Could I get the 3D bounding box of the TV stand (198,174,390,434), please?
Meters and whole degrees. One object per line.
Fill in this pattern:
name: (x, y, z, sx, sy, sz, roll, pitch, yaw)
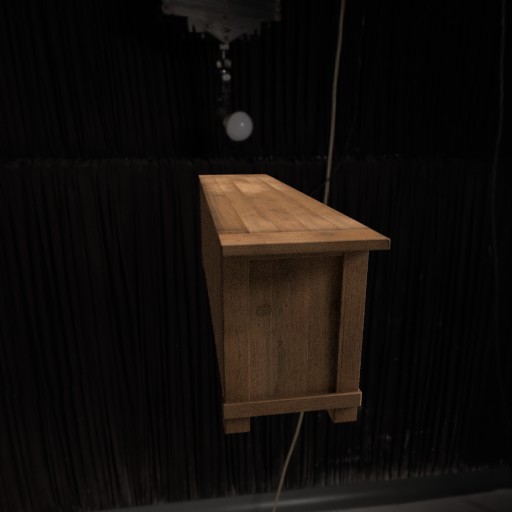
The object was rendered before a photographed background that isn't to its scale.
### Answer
TV stand: (0.000, 0.000, 2.034, 0.453, 0.573, 1.804, -2, 16, -9)
